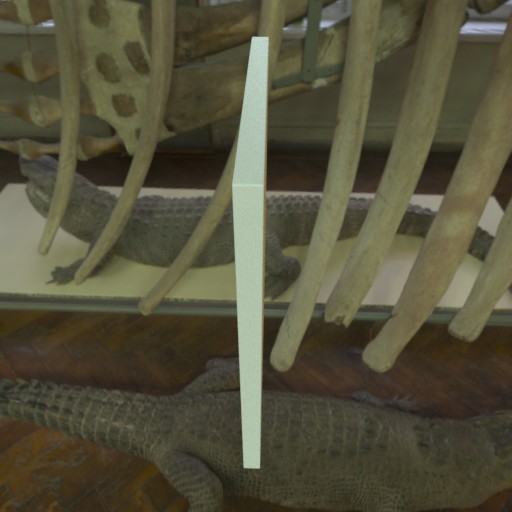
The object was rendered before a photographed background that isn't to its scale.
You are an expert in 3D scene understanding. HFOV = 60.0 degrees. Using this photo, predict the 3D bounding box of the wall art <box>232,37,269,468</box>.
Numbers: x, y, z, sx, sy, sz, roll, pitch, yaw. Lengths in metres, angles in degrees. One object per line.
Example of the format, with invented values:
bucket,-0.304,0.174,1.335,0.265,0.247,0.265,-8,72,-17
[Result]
wall art,0.000,0.000,0.736,0.028,0.556,0.454,1,41,1
